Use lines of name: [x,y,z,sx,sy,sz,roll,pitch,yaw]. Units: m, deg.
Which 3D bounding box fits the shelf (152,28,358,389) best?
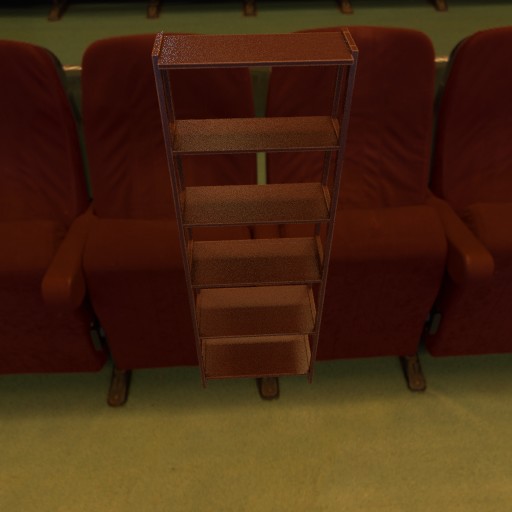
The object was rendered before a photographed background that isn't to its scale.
shelf: [0.000,0.000,2.097,0.660,1.892,0.381,-2,47,-2]
